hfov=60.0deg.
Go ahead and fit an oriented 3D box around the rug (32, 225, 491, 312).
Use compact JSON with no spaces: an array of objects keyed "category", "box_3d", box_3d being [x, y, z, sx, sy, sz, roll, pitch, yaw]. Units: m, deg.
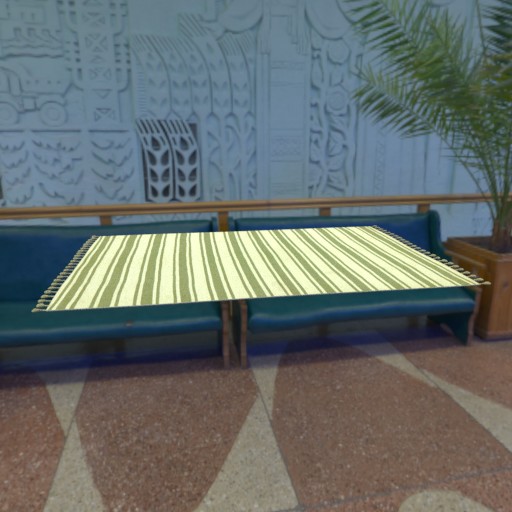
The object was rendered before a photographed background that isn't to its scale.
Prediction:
[{"category":"rug","box_3d":[0.000,0.000,3.011,2.435,0.018,1.540,-3,16,-9]}]
